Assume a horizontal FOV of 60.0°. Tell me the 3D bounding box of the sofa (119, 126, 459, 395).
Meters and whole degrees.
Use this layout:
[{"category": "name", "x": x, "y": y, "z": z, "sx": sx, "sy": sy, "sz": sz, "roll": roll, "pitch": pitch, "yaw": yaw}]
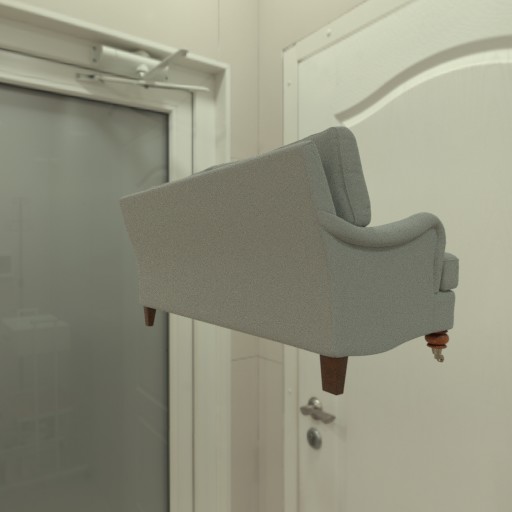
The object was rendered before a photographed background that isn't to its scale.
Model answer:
[{"category": "sofa", "x": 0.000, "y": 0.000, "z": 2.805, "sx": 1.069, "sy": 1.096, "sz": 2.193, "roll": 0, "pitch": 1, "yaw": -35}]
